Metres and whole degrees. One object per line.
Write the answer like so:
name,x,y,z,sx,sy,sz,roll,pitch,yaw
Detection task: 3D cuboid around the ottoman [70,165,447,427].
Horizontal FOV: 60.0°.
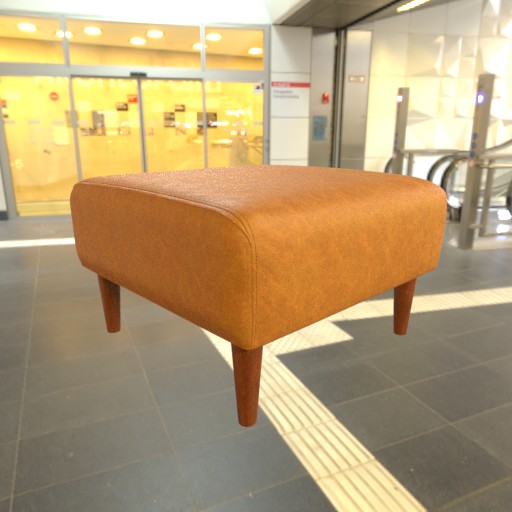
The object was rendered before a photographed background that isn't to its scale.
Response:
ottoman,0.000,0.000,1.069,0.650,0.399,0.650,-14,21,-41
